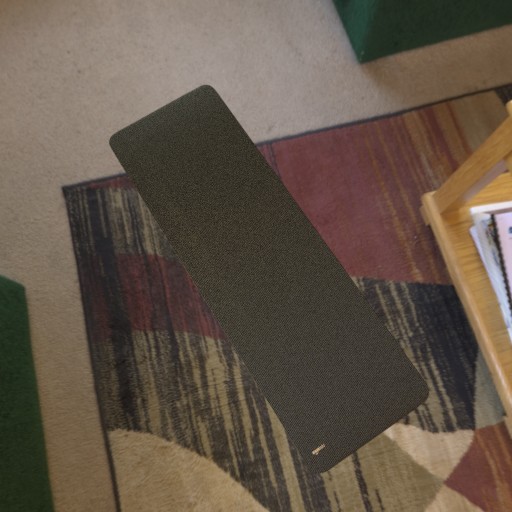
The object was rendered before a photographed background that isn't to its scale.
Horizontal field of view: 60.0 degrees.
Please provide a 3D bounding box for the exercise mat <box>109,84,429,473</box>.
[{"bbox_3d":[0.000,0.000,2.068,0.616,0.021,1.869,-32,77,-8],"label":"exercise mat"}]
